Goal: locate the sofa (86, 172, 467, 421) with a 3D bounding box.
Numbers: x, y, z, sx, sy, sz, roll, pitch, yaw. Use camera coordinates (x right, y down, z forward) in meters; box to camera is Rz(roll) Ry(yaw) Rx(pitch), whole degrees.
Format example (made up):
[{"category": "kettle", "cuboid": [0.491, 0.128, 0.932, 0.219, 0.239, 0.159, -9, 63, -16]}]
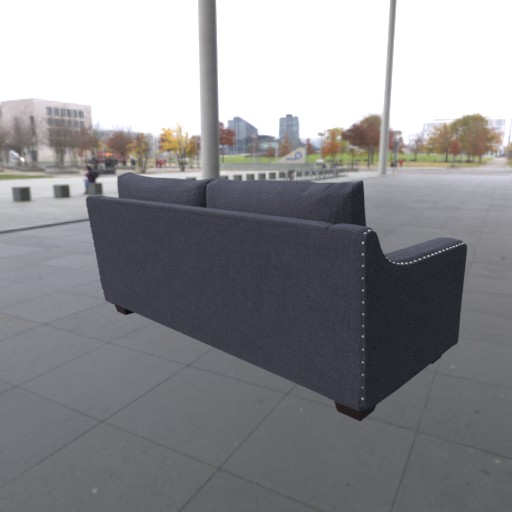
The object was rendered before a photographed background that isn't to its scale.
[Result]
[{"category": "sofa", "cuboid": [0.000, 0.000, 3.267, 2.550, 1.196, 1.336, 12, 17, 42]}]
